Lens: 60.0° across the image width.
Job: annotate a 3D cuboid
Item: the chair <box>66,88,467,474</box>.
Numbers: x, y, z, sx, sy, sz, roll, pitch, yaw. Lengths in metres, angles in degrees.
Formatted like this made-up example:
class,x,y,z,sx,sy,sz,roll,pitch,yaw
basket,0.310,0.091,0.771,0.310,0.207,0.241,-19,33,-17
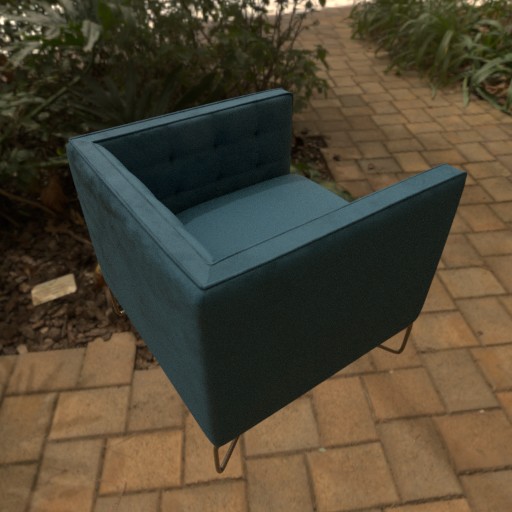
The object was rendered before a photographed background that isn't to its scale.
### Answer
class,x,y,z,sx,sy,sz,roll,pitch,yaw
chair,0.000,0.000,1.552,0.894,0.790,0.880,-24,45,-26
